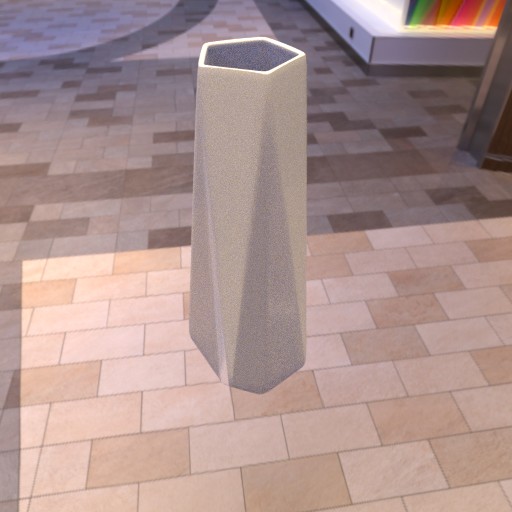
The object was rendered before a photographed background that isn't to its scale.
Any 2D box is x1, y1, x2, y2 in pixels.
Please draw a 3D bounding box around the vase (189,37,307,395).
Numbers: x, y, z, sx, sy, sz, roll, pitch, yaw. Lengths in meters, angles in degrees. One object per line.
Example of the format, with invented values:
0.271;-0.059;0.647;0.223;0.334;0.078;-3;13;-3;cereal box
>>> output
0.000;0.000;0.380;0.116;0.329;0.122;25;48;25;vase
